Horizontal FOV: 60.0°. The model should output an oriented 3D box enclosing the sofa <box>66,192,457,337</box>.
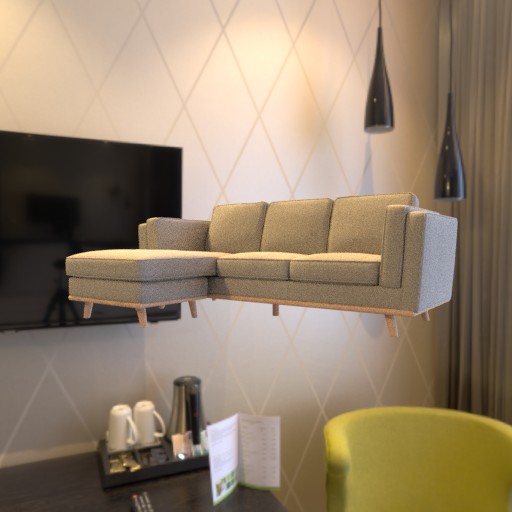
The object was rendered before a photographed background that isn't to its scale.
[{"bbox_3d":[0.000,0.000,3.199,2.411,0.929,1.604,1,2,36],"label":"sofa"}]
